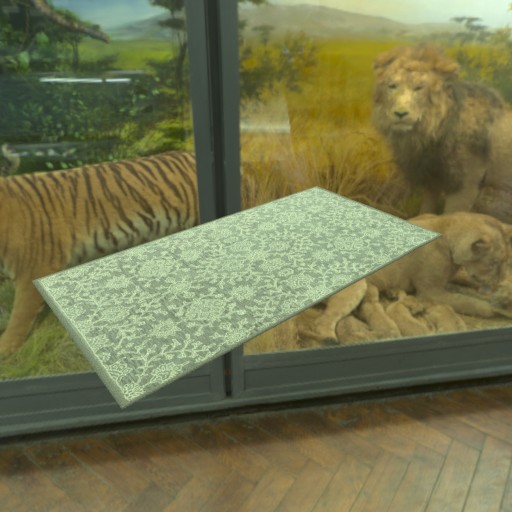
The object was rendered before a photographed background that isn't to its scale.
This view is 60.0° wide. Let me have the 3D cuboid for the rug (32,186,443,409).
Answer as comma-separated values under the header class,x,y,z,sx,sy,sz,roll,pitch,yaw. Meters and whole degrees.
class,x,y,z,sx,sy,sz,roll,pitch,yaw
rug,0.000,0.000,3.619,3.048,0.011,1.546,-22,37,-33
